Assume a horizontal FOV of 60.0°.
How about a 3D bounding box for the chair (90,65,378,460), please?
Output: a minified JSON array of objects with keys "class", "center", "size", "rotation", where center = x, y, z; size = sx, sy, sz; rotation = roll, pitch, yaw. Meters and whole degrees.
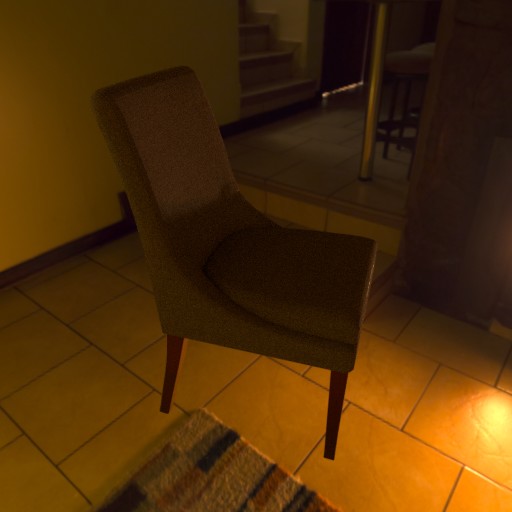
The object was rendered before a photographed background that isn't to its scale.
[{"class":"chair","center":[0.000,0.000,1.286],"size":[0.655,0.952,0.508],"rotation":[10,32,16]}]
